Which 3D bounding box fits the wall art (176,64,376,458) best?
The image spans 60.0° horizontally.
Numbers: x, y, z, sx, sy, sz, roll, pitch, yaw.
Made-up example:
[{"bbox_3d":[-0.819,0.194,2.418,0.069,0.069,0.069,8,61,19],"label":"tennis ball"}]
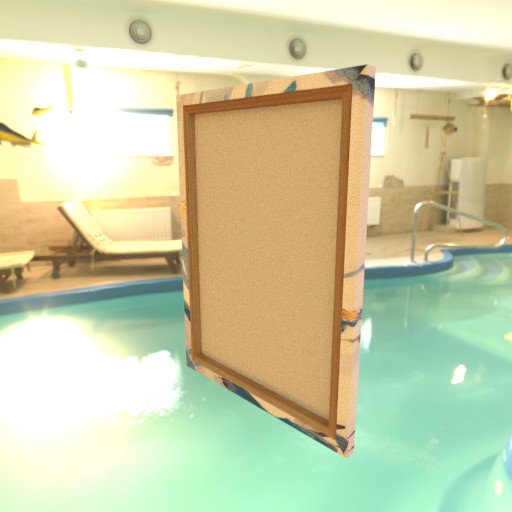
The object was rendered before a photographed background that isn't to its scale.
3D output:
[{"bbox_3d":[0.000,0.000,1.386,0.038,1.015,0.761,-12,18,-42],"label":"wall art"}]
